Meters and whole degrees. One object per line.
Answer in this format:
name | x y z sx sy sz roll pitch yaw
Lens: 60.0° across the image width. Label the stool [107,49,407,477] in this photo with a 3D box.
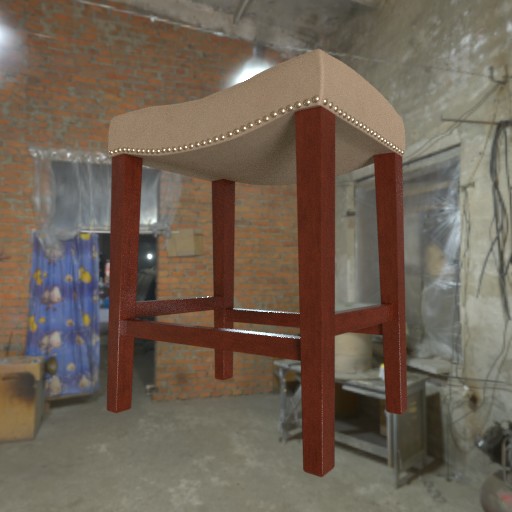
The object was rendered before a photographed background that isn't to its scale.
stool | 0.000 0.000 0.915 0.509 0.632 0.375 -1 -2 36
